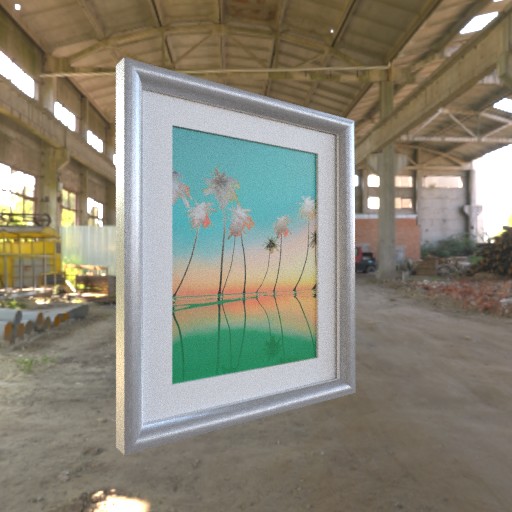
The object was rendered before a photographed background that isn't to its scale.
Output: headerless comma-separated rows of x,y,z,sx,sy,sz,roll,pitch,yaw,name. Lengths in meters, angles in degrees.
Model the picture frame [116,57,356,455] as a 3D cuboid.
0.000,0.000,0.527,0.327,0.378,0.027,0,0,-37,picture frame
